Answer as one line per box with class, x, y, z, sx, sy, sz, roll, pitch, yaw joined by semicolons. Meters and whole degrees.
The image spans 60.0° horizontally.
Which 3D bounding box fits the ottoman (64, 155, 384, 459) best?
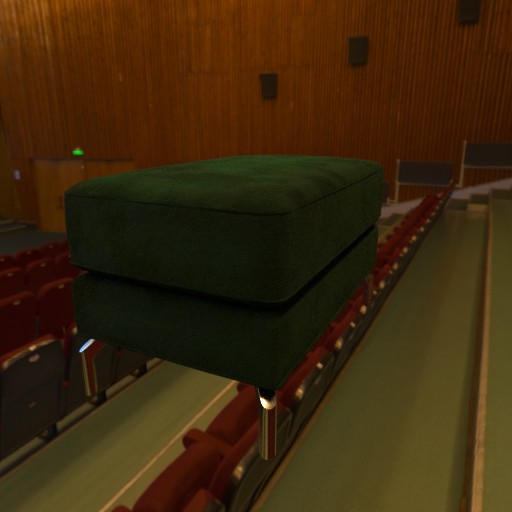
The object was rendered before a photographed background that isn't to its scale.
ottoman;0.000;0.000;1.265;0.536;0.533;0.886;8;19;25
